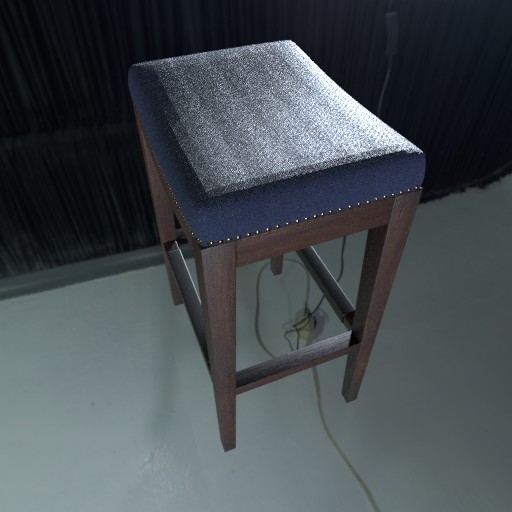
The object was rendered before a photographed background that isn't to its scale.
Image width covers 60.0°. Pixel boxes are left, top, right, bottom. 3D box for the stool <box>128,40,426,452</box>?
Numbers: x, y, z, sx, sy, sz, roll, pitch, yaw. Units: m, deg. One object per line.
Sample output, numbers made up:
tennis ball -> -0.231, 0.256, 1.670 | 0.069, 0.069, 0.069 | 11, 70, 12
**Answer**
stool -> 0.000, 0.000, 0.994 | 0.358, 0.740, 0.498 | -16, 48, -15
